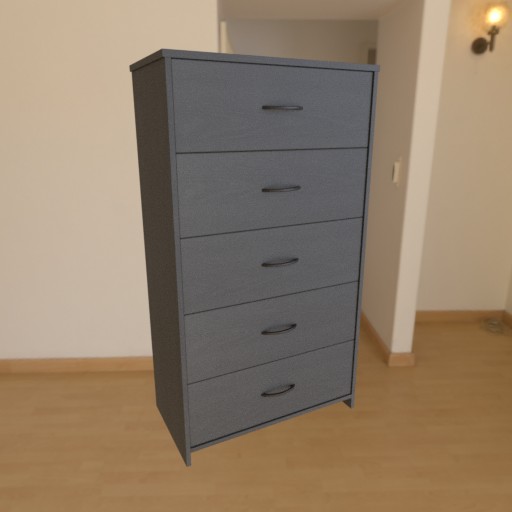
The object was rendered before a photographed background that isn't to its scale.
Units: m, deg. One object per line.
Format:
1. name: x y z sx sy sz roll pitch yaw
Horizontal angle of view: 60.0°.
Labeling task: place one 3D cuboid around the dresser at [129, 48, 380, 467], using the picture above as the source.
1. dresser: 0.000 0.000 1.574 0.704 1.255 0.399 -8 19 -26
